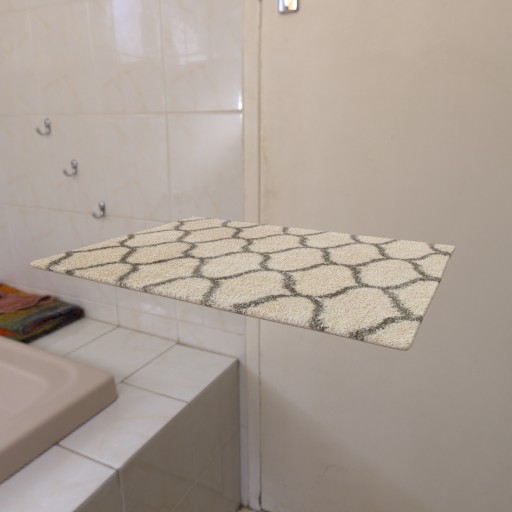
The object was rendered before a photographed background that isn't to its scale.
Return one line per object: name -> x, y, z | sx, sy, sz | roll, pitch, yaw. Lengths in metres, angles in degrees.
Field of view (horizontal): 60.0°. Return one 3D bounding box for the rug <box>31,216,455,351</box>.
rug -> 0.000, 0.000, 2.062 | 1.600, 0.025, 1.200 | 9, 18, 27
